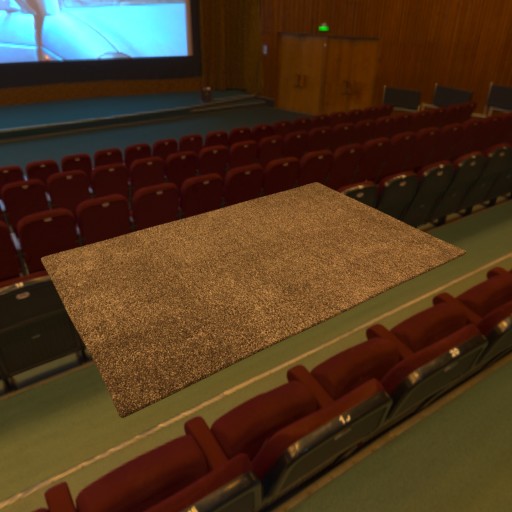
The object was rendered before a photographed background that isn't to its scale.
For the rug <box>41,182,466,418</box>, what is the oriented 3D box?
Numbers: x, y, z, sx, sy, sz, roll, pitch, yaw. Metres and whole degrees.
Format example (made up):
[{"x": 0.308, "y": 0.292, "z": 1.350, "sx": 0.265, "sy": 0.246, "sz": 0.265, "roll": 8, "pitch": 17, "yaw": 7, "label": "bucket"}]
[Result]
[{"x": 0.000, "y": 0.000, "z": 2.898, "sx": 2.352, "sy": 0.025, "sz": 1.501, "roll": -19, "pitch": 36, "yaw": -29, "label": "rug"}]
